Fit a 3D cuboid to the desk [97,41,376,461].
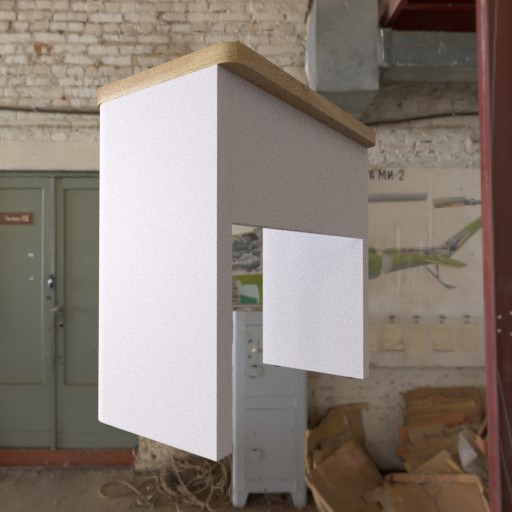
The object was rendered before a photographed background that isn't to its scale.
[{"bbox_3d":[0.000,0.000,1.243,0.440,0.790,0.760,-1,-1,35],"label":"desk"}]
